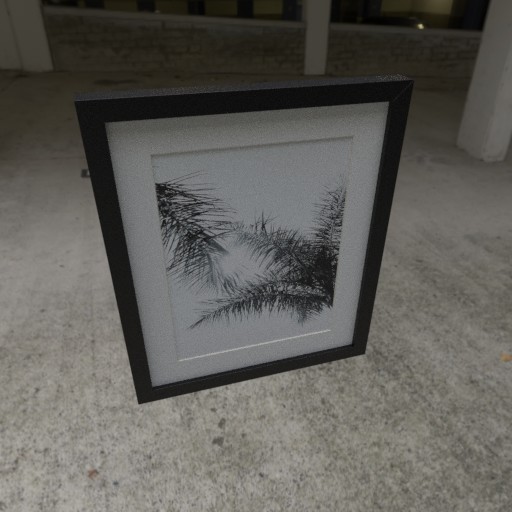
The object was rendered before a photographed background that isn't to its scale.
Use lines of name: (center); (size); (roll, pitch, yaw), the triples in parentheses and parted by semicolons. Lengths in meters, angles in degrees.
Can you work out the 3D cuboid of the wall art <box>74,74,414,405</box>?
wall art: (0.000, 0.000, 0.521); (0.325, 0.380, 0.028); (-9, 33, -14)
